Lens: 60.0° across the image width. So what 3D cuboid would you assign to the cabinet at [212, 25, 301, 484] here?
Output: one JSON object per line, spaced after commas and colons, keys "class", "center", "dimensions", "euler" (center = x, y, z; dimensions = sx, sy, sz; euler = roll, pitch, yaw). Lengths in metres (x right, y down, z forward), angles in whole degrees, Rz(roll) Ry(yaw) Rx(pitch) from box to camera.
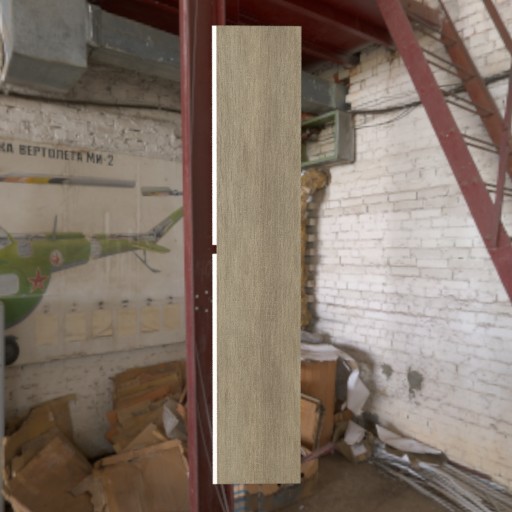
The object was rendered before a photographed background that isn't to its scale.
{"class": "cabinet", "center": [0.000, 0.000, 1.506], "dimensions": [0.270, 1.400, 0.300], "euler": [0, 1, -1]}
